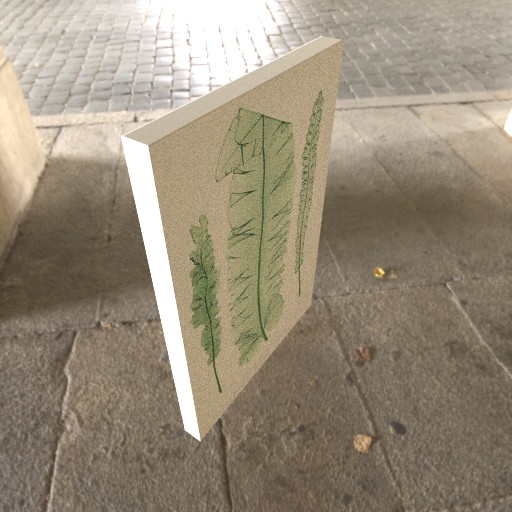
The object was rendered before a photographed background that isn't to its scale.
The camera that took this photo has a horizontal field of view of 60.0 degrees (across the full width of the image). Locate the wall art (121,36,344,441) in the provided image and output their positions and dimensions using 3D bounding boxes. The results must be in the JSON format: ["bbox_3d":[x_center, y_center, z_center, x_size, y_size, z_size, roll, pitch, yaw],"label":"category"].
[{"bbox_3d":[0.000,0.000,0.767,0.038,0.608,0.418,25,47,25],"label":"wall art"}]
